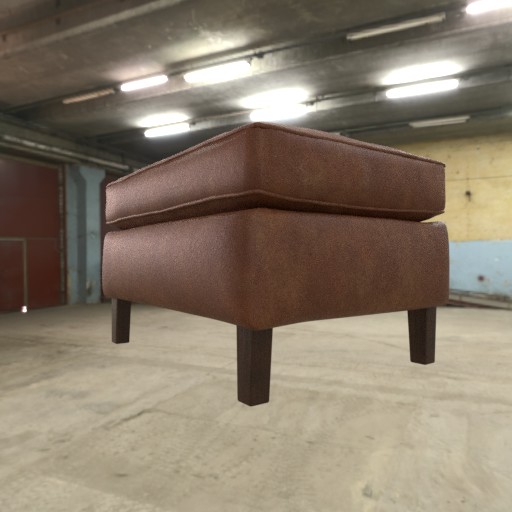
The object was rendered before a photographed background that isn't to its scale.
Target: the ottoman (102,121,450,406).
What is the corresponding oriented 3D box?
[{"bbox_3d":[0.000,0.000,0.967,0.501,0.418,0.665,0,0,-36],"label":"ottoman"}]
